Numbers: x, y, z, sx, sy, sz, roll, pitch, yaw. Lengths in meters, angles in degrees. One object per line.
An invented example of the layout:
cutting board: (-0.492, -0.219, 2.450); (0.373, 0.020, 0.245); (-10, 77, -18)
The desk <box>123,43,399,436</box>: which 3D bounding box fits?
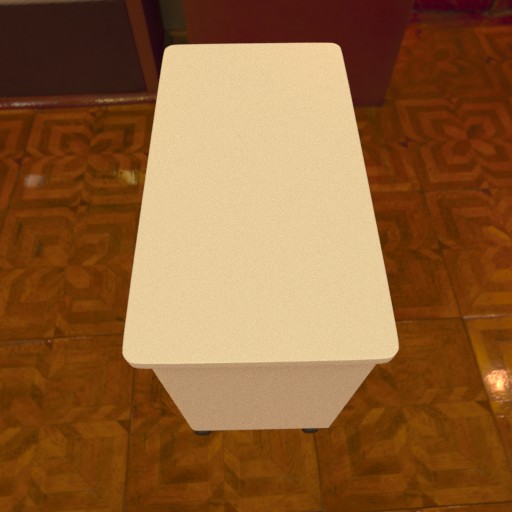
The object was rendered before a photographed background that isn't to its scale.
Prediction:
desk: (0.000, 0.000, 1.292); (0.475, 0.763, 0.877); (-1, 59, -1)
